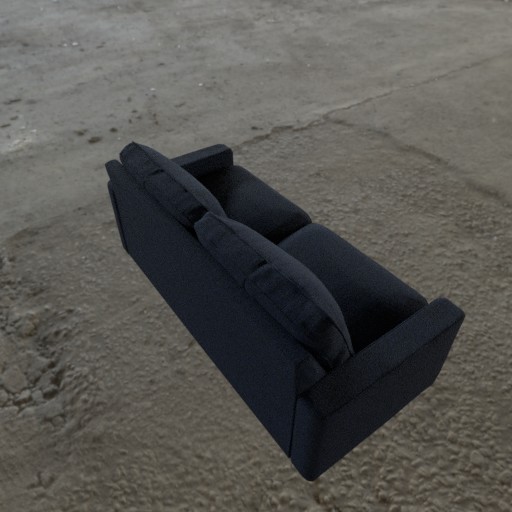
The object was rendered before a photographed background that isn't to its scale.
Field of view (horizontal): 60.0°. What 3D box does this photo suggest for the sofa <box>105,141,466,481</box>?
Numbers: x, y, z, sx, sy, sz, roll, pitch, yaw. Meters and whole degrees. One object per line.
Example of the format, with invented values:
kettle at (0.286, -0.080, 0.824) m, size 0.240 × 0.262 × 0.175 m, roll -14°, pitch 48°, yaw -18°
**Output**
sofa at (0.000, 0.000, 2.526) m, size 0.940 × 0.919 × 2.080 m, roll -26°, pitch 47°, yaw -26°
